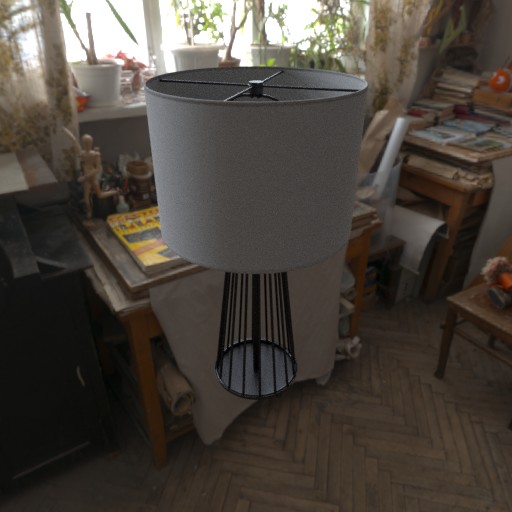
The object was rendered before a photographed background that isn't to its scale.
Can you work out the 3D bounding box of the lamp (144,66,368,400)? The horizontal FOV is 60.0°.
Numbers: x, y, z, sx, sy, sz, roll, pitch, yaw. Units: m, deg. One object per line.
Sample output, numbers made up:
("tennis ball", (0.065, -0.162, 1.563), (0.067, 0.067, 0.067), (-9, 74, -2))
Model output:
("lamp", (0.000, 0.000, 0.796), (0.322, 0.593, 0.322), (9, 31, 15))
